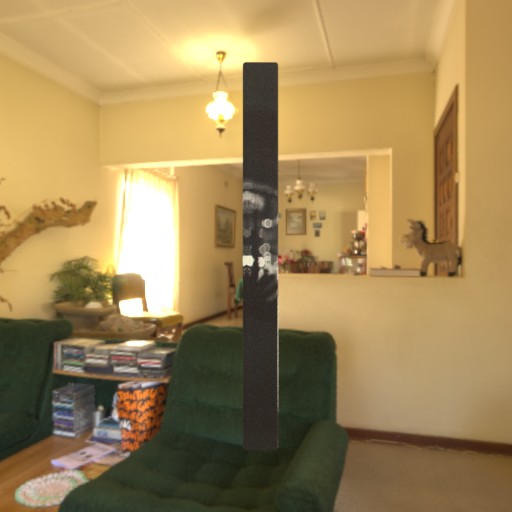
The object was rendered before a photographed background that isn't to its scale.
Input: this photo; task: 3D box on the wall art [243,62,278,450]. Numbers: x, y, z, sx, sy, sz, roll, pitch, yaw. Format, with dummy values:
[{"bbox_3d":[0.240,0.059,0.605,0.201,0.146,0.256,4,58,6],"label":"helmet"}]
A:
[{"bbox_3d":[0.000,0.000,0.766,0.037,0.406,0.609,0,0,-1],"label":"wall art"}]
